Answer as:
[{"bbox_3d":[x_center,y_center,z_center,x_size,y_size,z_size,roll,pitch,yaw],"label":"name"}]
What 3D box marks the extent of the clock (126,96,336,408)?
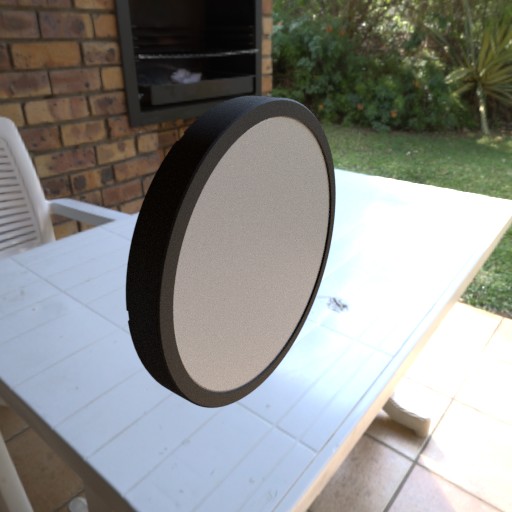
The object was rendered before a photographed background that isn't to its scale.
[{"bbox_3d":[0.000,0.000,0.432,0.040,0.293,0.293,17,31,30],"label":"clock"}]
